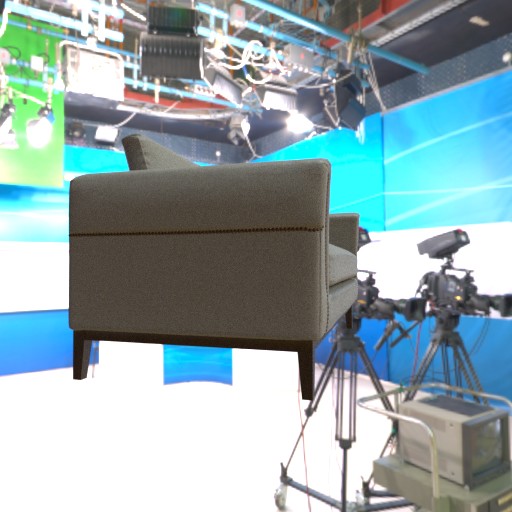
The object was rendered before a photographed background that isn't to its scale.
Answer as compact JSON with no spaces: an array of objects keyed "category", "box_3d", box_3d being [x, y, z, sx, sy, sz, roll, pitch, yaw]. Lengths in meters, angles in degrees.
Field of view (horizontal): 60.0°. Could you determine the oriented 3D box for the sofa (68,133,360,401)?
[{"category":"sofa","box_3d":[0.000,0.000,2.142,0.899,0.873,1.598,0,-1,16]}]
